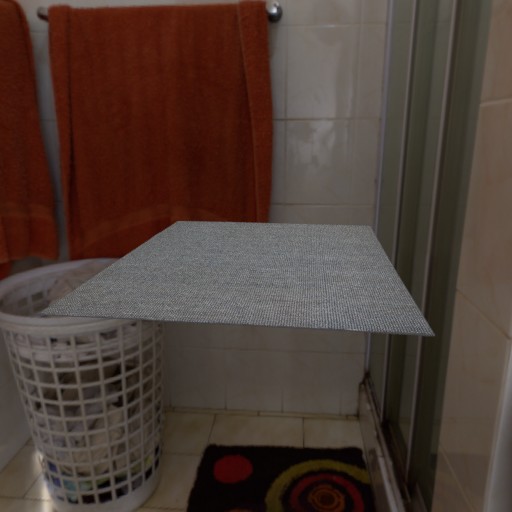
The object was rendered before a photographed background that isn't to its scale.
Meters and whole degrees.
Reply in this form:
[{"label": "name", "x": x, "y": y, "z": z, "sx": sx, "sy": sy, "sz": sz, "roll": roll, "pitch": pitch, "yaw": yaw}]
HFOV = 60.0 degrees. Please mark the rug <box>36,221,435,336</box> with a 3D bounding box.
[{"label": "rug", "x": 0.000, "y": 0.000, "z": 4.143, "sx": 2.456, "sy": 0.021, "sz": 3.068, "roll": 2, "pitch": 16, "yaw": 7}]
